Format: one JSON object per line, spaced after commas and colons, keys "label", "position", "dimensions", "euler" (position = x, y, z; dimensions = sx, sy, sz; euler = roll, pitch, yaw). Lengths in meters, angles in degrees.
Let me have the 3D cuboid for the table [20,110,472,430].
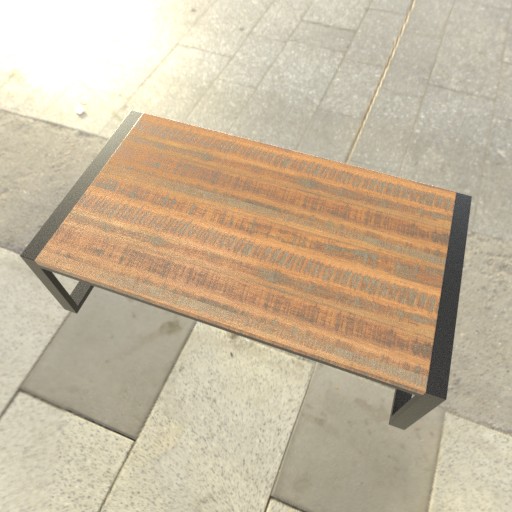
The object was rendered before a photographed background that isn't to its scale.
{"label": "table", "position": [0.000, 0.000, 1.663], "dimensions": [1.350, 0.400, 0.750], "euler": [17, 59, 10]}
